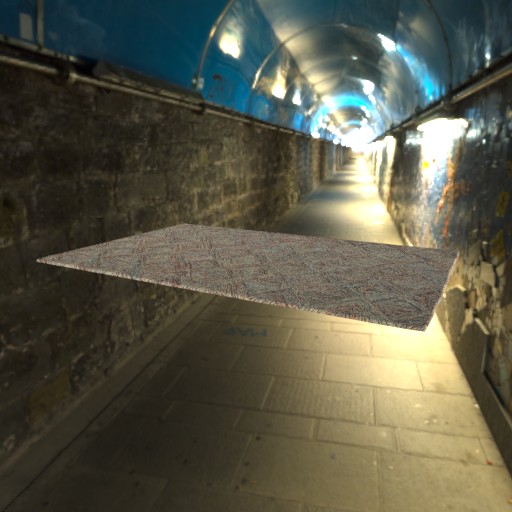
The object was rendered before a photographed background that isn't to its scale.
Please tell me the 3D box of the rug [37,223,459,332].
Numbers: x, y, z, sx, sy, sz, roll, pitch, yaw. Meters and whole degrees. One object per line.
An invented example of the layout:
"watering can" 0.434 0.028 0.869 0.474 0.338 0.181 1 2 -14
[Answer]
"rug" 0.000 0.000 2.186 1.761 0.014 1.143 7 16 27
